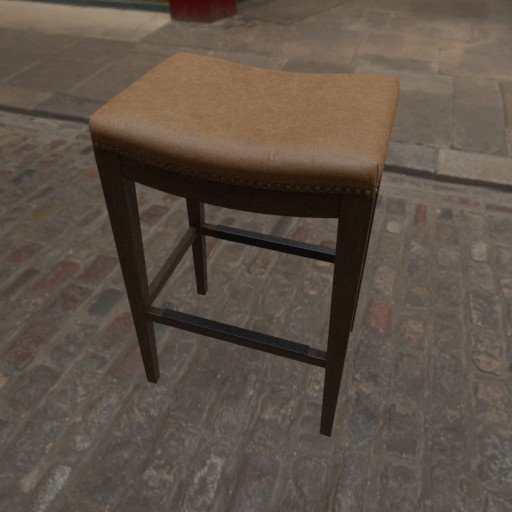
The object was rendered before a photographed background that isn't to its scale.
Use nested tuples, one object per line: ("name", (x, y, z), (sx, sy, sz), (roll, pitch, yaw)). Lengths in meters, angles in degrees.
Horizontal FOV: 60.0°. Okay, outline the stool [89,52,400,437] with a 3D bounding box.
("stool", (0.000, 0.000, 1.014), (0.500, 0.759, 0.361), (12, 44, 13))
